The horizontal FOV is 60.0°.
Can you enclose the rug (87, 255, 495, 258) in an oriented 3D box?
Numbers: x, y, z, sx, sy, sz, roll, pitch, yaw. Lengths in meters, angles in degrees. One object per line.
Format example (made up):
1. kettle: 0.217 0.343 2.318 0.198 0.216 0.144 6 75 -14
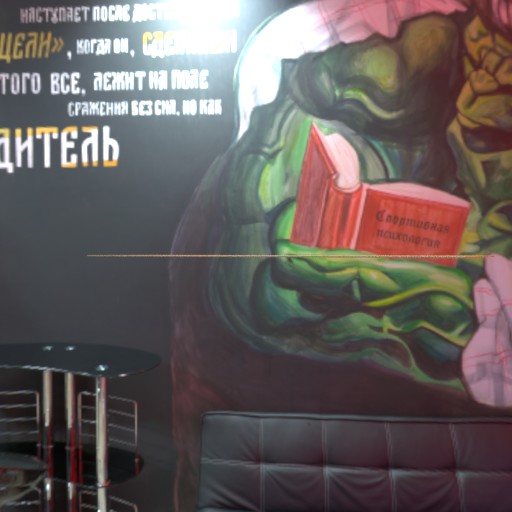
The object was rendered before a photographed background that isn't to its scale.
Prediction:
1. rug: 0.000 0.000 2.650 2.437 0.006 0.686 0 0 37
